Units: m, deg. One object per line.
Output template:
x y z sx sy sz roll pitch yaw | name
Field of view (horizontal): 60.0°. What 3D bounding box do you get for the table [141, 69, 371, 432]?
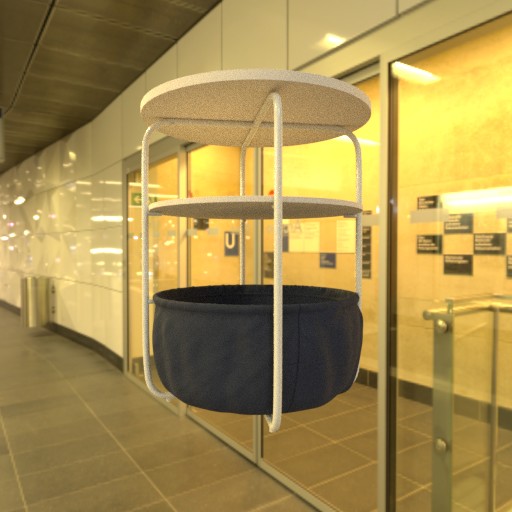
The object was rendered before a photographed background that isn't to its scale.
0.000 0.000 0.835 0.418 0.532 0.418 1 1 36 | table
